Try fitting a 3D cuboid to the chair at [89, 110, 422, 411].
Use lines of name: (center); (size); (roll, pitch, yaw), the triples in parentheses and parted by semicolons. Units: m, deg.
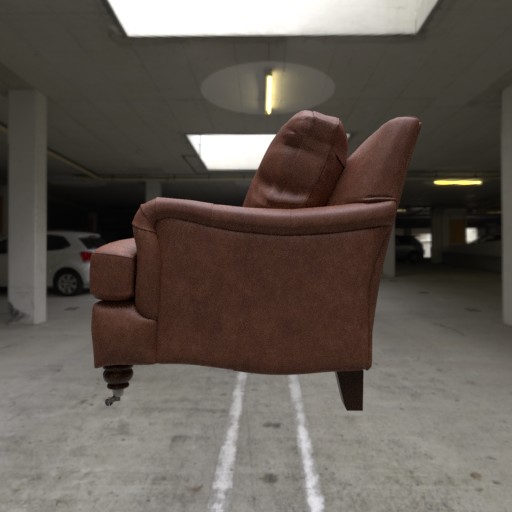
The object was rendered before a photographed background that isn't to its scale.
chair: (0.000, 0.000, 1.942); (1.158, 1.055, 0.986); (0, -1, 1)
